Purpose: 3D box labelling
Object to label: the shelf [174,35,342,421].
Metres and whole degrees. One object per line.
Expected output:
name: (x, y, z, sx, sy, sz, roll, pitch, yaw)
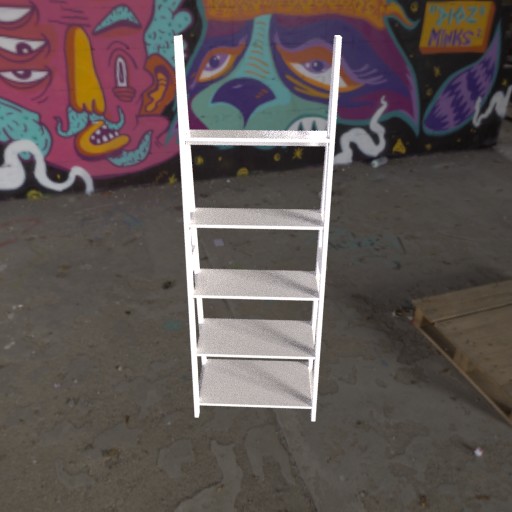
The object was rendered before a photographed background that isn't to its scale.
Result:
shelf: (0.000, 0.000, 2.016, 0.636, 1.779, 0.341, 1, 30, 2)
